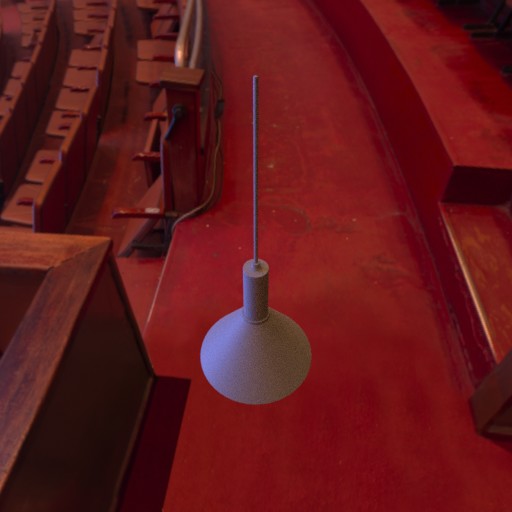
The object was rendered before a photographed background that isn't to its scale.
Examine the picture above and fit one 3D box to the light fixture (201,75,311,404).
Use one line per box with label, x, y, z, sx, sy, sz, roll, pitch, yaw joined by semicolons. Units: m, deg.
light fixture;0.000;0.000;0.834;0.267;0.683;0.267;3;46;3
